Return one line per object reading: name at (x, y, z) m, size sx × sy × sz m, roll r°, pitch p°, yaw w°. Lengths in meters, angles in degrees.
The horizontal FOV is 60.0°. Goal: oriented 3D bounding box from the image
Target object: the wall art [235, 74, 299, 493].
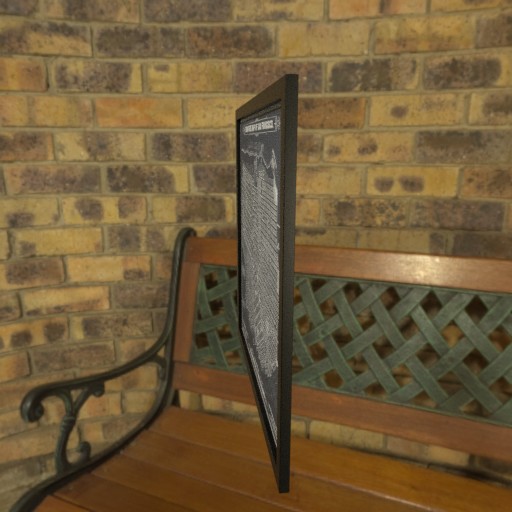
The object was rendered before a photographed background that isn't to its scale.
wall art at (0.000, 0.000, 0.681) m, size 0.012 × 0.458 × 0.457 m, roll -2°, pitch 14°, yaw -8°
